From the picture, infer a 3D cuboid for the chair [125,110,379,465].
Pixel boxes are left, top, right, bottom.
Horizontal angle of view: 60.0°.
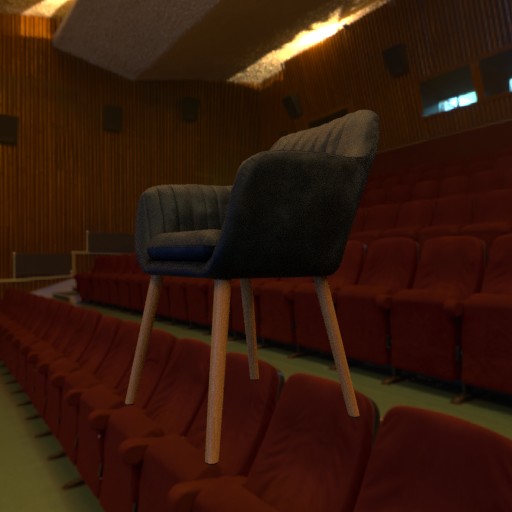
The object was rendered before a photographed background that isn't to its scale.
[{"bbox_3d":[0.000,0.000,1.223,0.573,0.826,0.578,0,0,-37],"label":"chair"}]
